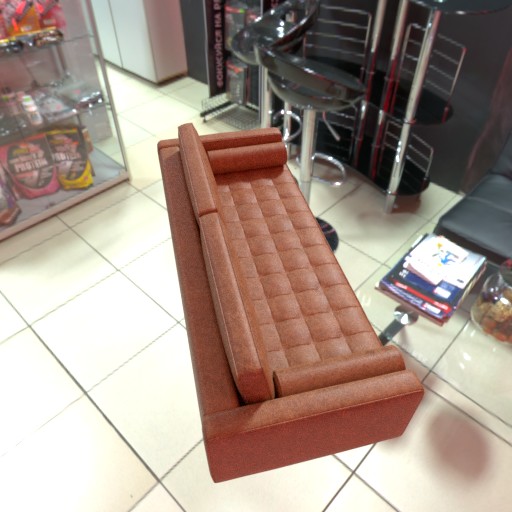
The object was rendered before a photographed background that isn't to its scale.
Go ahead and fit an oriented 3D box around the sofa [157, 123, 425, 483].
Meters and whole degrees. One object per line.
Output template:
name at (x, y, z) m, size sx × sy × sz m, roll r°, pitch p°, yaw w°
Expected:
sofa at (0.000, 0.000, 2.568) m, size 0.919 × 0.770 × 2.200 m, roll -10°, pitch 45°, yaw -10°
